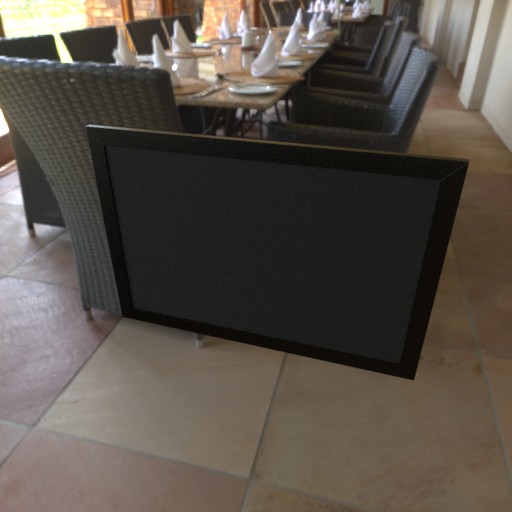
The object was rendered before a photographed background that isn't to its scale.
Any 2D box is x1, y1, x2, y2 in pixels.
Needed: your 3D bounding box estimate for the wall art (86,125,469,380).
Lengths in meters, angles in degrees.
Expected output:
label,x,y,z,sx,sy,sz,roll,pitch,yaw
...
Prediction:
label,x,y,z,sx,sy,sz,roll,pitch,yaw
wall art,0.000,0.000,0.854,0.660,0.447,0.013,9,32,15
